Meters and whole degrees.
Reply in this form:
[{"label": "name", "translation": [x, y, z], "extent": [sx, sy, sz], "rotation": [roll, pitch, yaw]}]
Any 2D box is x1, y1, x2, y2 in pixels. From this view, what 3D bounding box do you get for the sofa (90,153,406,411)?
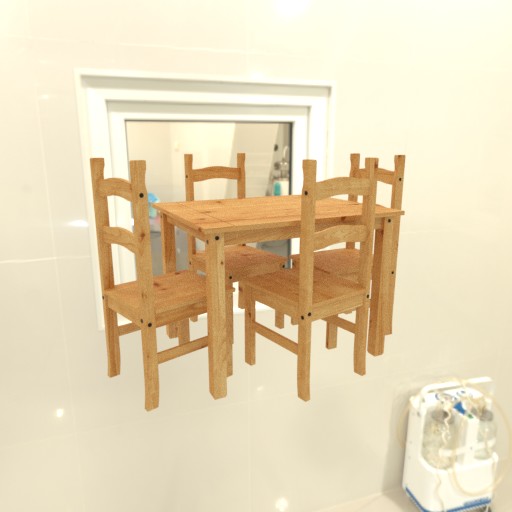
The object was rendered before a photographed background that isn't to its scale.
[{"label": "sofa", "translation": [0.000, 0.000, 2.265], "extent": [1.529, 1.000, 1.144], "rotation": [-7, 16, -26]}]
